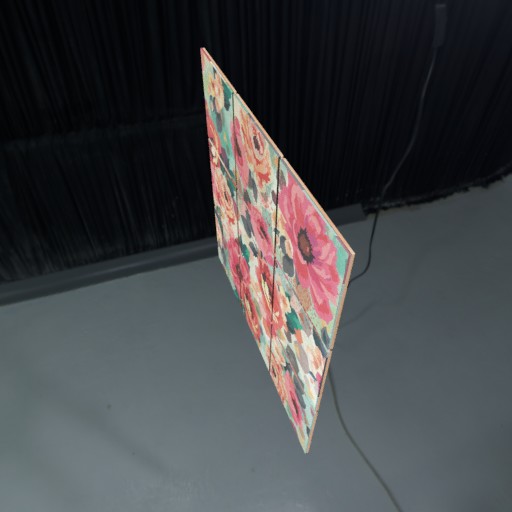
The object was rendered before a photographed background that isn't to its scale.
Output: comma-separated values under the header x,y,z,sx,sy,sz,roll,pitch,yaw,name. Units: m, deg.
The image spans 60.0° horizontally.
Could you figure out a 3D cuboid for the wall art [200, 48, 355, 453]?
x,y,z,sx,sy,sz,roll,pitch,yaw,name
0.000,0.000,1.364,0.012,0.910,0.911,-15,48,-14,wall art
